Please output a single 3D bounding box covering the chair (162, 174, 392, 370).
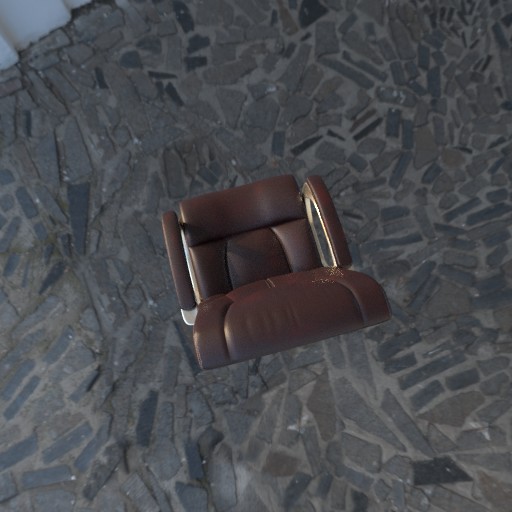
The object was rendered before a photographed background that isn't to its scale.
[{"bbox_3d":[0.000,0.000,1.588,0.662,1.107,0.739,-14,75,-4],"label":"chair"}]
